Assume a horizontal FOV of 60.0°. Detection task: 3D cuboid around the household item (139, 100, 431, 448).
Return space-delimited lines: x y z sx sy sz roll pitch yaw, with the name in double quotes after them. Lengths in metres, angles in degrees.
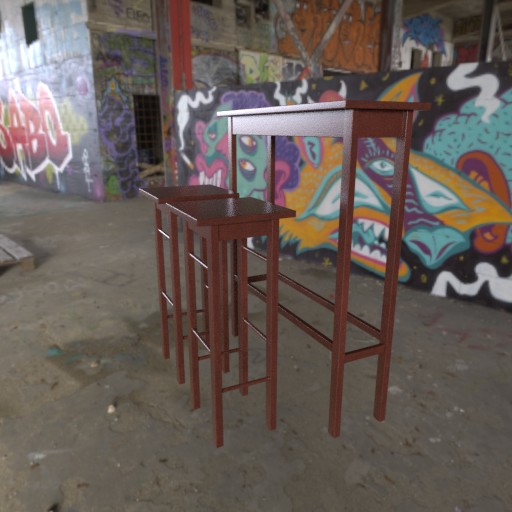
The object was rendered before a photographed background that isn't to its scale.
0.000 0.000 1.673 0.676 1.067 0.914 -8 18 -25 "household item"
